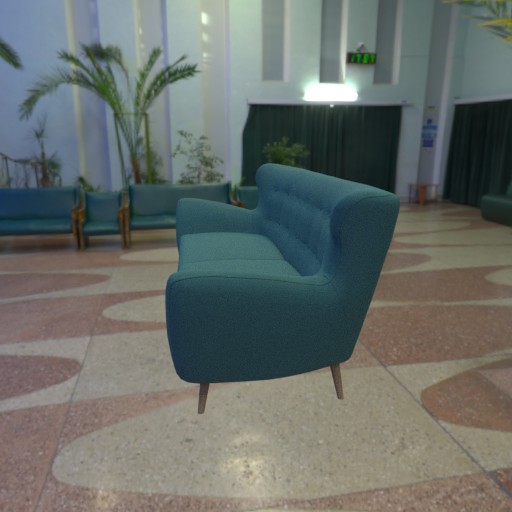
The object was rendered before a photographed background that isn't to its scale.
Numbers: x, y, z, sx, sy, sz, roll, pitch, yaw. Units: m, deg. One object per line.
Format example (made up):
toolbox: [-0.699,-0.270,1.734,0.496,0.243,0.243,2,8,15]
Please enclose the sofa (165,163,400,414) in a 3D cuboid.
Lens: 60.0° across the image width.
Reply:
sofa: [0.000,0.000,2.398,0.889,0.890,1.930,-2,15,-8]
